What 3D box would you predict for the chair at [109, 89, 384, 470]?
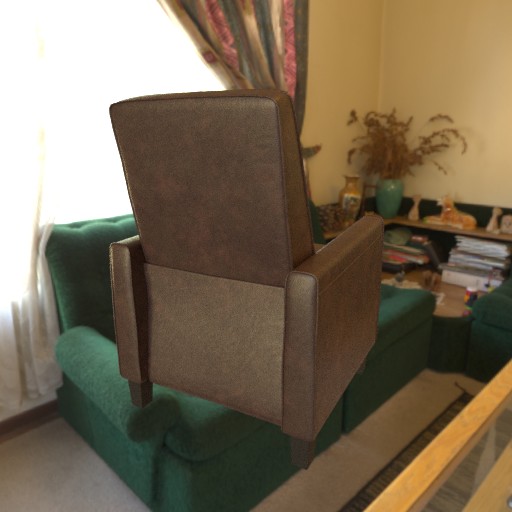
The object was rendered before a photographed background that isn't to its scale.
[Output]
[{"bbox_3d":[0.000,0.000,1.513,0.705,1.013,0.746,8,18,27],"label":"chair"}]
